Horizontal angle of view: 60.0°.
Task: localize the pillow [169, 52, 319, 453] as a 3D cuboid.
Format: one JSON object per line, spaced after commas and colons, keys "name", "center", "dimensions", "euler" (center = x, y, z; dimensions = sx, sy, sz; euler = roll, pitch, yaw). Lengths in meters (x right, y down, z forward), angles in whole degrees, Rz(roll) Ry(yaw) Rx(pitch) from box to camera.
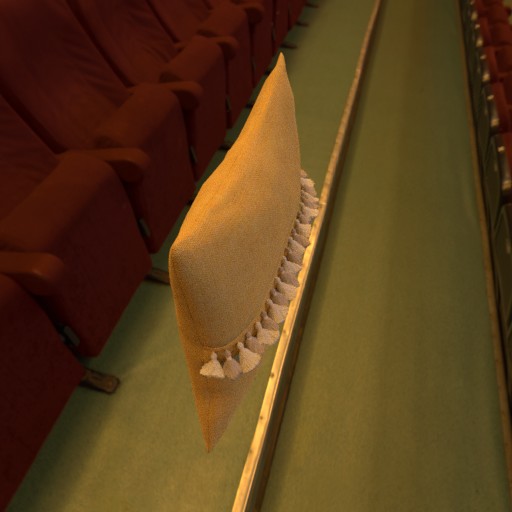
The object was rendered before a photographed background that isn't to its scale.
{"name": "pillow", "center": [0.000, 0.000, 0.728], "dimensions": [0.167, 0.481, 0.485], "euler": [11, 47, 10]}
